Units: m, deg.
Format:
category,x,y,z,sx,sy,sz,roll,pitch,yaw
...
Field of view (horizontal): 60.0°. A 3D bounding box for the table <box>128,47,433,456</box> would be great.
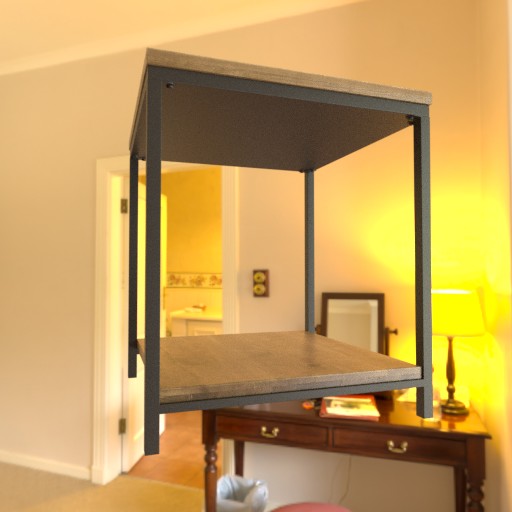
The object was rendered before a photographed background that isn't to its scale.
category,x,y,z,sx,sy,sz,roll,pitch,yaw
table,0.000,0.000,0.956,0.507,0.589,0.503,1,-2,-19
